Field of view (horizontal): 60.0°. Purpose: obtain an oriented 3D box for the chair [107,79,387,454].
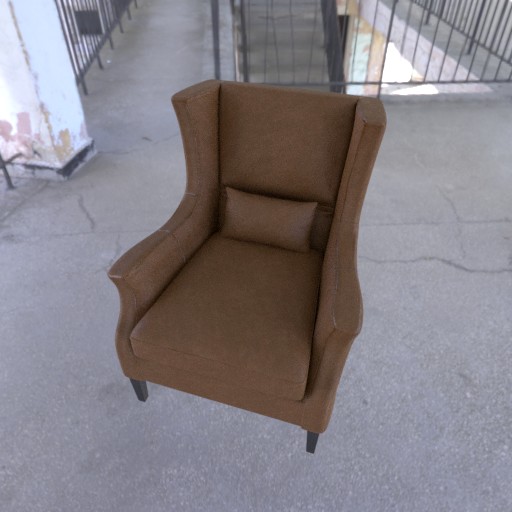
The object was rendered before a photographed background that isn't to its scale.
[{"bbox_3d":[0.000,0.000,1.680,0.852,1.016,0.925,12,42,13],"label":"chair"}]
